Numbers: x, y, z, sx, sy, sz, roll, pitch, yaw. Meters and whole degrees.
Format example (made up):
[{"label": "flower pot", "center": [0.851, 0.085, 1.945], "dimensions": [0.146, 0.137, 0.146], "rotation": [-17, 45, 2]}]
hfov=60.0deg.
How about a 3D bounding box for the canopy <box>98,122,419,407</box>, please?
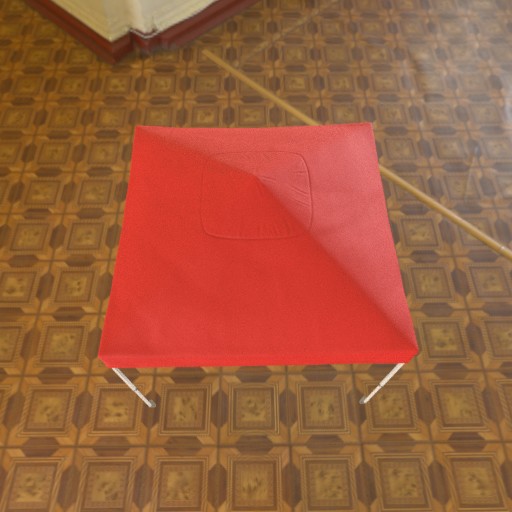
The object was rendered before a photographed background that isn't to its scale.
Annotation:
[{"label": "canopy", "center": [0.000, 0.000, 5.477], "dimensions": [2.998, 2.997, 2.996], "rotation": [-1, 60, 0]}]
